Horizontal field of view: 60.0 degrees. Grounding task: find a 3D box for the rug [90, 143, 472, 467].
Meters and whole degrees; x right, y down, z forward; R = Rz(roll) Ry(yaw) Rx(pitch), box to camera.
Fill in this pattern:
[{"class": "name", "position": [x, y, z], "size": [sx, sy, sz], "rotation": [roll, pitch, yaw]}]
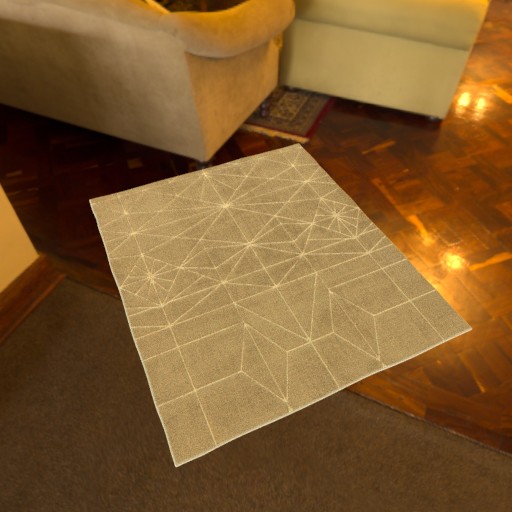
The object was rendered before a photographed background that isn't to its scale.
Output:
[{"class": "rug", "position": [0.000, 0.000, 0.899], "size": [0.548, 0.006, 0.639], "rotation": [-19, 50, -17]}]
